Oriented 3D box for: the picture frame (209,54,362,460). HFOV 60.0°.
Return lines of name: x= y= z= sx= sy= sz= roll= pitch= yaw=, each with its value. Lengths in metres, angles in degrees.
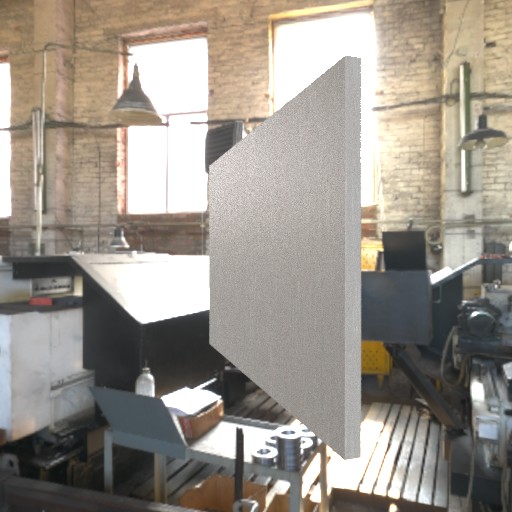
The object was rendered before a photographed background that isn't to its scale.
picture frame: x=0.000 y=0.000 z=1.152 sx=0.029 sy=0.640 sz=0.950 roll=0 pitch=0 yaw=-19
